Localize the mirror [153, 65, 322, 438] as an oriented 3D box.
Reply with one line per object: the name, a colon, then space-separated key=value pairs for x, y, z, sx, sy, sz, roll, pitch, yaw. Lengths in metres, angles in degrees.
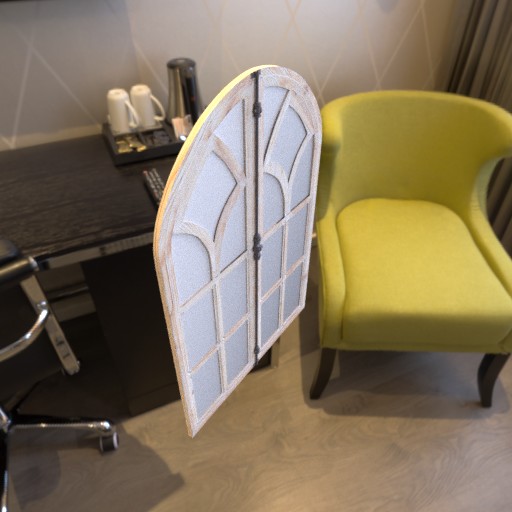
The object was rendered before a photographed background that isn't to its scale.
mirror: x=0.000 y=0.000 z=1.129 sx=0.032 sy=0.915 sz=0.609 roll=25 pitch=46 yaw=26
